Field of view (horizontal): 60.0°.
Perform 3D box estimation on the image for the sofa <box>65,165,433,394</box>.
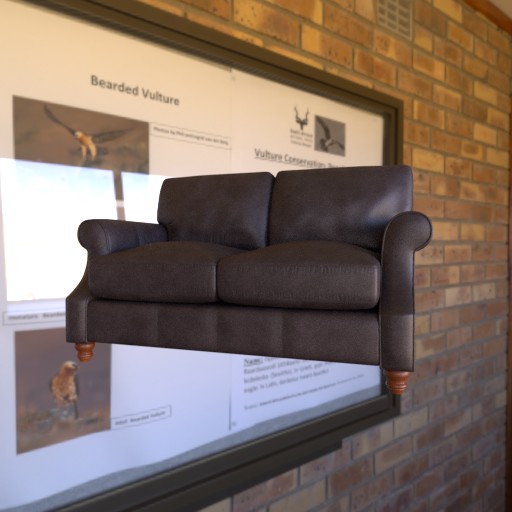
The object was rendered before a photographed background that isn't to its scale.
[{"bbox_3d":[0.000,0.000,2.270,1.663,0.979,1.030,0,1,19],"label":"sofa"}]
